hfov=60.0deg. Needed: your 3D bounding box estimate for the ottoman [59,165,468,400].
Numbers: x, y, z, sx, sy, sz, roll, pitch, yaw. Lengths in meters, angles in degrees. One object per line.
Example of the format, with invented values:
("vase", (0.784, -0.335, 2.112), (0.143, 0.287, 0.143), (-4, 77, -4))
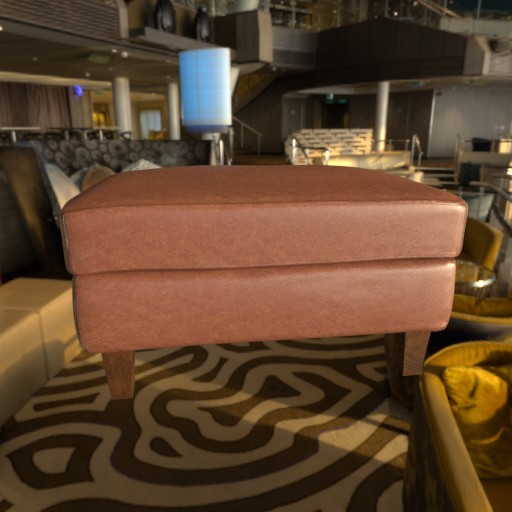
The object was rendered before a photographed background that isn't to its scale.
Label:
("ottoman", (0.000, 0.000, 1.224), (0.851, 0.485, 0.650), (-2, 16, -8))
